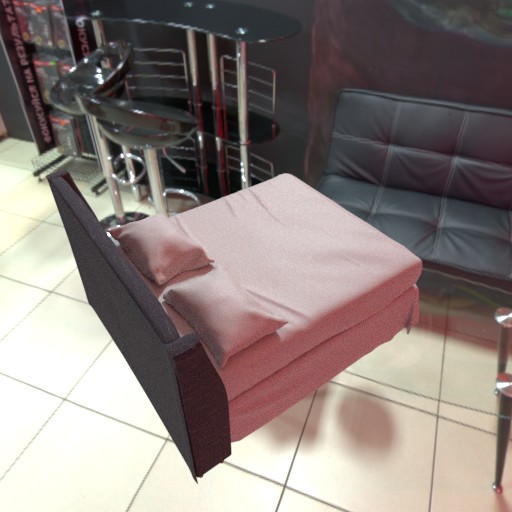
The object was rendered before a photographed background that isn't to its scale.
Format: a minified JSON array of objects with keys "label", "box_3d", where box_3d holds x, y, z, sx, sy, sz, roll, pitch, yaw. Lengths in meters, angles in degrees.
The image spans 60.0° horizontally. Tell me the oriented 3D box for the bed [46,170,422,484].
[{"label":"bed","box_3d":[0.000,0.000,3.409,2.276,1.332,1.925,-25,46,-26]}]
